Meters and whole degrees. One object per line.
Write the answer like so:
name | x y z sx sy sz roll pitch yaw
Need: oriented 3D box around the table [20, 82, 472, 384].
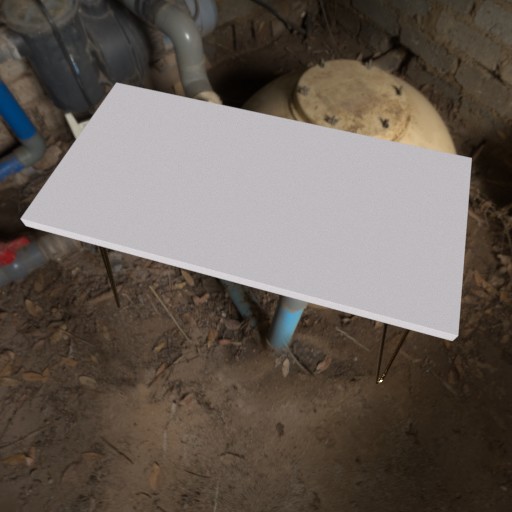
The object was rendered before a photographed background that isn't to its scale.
table | 0.000 0.000 1.359 0.991 0.660 0.498 15 61 8
